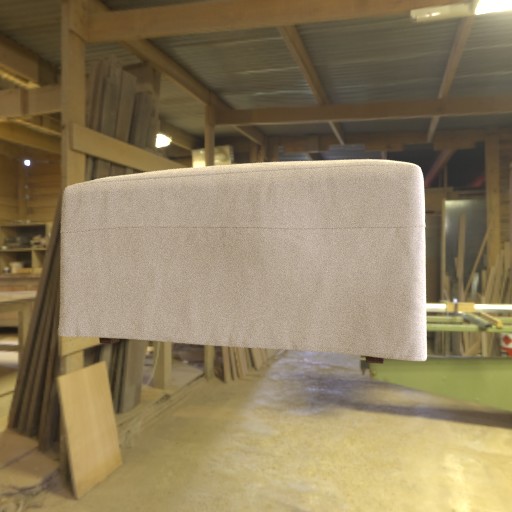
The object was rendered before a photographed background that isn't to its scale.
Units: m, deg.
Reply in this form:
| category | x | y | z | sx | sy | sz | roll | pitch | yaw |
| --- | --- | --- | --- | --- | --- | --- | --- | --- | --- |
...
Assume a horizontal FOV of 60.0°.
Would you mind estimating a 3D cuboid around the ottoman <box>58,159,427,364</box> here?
| category | x | y | z | sx | sy | sz | roll | pitch | yaw |
| --- | --- | --- | --- | --- | --- | --- | --- | --- | --- |
| ottoman | 0.000 | 0.000 | 1.223 | 0.872 | 0.444 | 0.590 | 0 | 0 | 18 |
